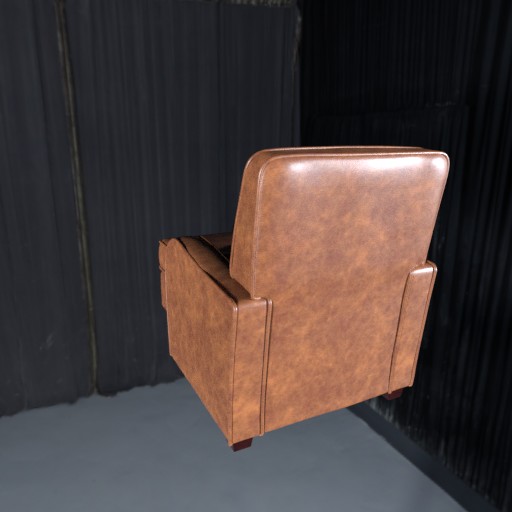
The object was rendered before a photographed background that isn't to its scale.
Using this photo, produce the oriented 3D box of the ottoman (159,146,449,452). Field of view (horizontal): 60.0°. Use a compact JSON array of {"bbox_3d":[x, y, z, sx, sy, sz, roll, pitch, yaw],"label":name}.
[{"bbox_3d":[0.000,0.000,1.829,0.732,0.904,1.314,-7,17,-26],"label":"ottoman"}]
